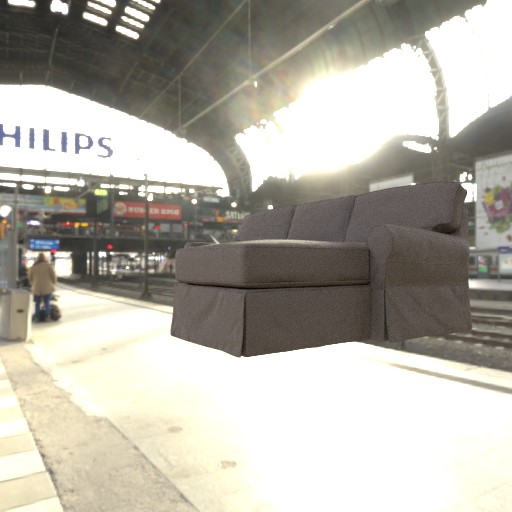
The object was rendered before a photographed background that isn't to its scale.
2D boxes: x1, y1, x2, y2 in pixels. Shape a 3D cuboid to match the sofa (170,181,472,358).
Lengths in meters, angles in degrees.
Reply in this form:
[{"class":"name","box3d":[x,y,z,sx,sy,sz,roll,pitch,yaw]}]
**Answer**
[{"class":"sofa","box3d":[0.000,0.000,3.337,1.733,0.978,2.475,1,-1,-35]}]
